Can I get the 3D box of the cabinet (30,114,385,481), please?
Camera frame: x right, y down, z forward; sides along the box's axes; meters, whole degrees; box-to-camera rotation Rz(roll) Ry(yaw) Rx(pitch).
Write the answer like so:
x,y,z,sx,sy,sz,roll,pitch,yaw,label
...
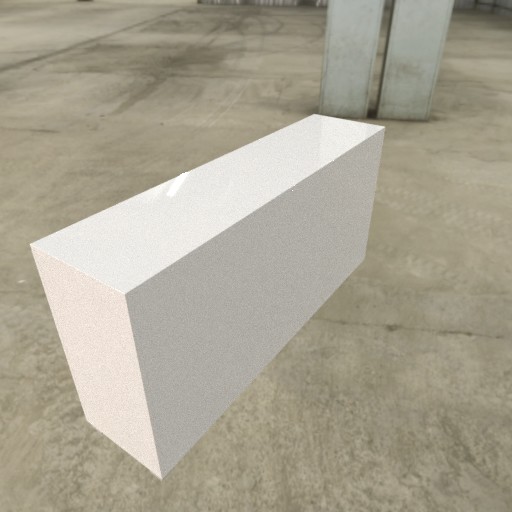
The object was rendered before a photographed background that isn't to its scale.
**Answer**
x,y,z,sx,sy,sz,roll,pitch,yaw,label
0.000,0.000,1.938,0.400,0.800,1.650,21,38,29,cabinet
